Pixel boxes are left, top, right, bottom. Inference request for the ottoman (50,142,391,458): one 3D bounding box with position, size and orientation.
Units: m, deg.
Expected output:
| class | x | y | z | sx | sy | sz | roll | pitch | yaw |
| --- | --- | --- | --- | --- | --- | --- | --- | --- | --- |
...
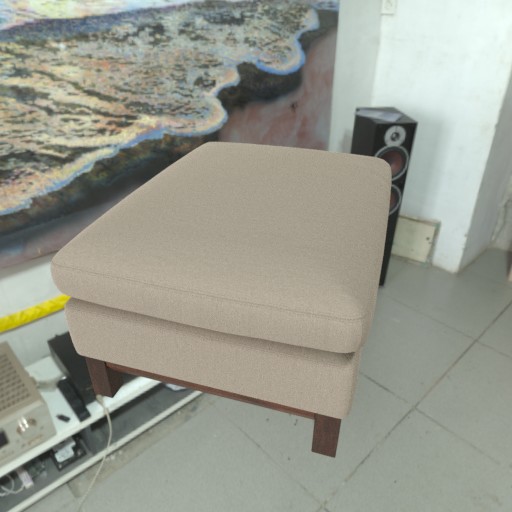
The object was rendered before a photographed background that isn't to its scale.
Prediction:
| class | x | y | z | sx | sy | sz | roll | pitch | yaw |
| --- | --- | --- | --- | --- | --- | --- | --- | --- | --- |
| ottoman | 0.000 | 0.000 | 1.122 | 0.606 | 0.420 | 0.771 | 9 | 32 | 15 |
